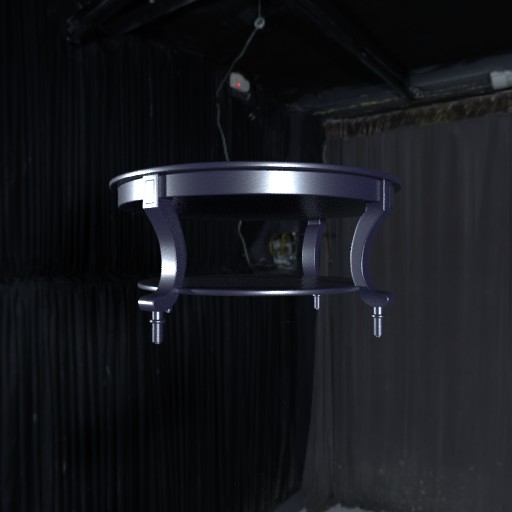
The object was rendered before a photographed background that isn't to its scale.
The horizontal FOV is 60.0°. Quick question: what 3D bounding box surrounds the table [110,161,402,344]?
[{"bbox_3d":[0.000,0.000,1.636,1.029,0.491,1.029,0,0,0],"label":"table"}]
